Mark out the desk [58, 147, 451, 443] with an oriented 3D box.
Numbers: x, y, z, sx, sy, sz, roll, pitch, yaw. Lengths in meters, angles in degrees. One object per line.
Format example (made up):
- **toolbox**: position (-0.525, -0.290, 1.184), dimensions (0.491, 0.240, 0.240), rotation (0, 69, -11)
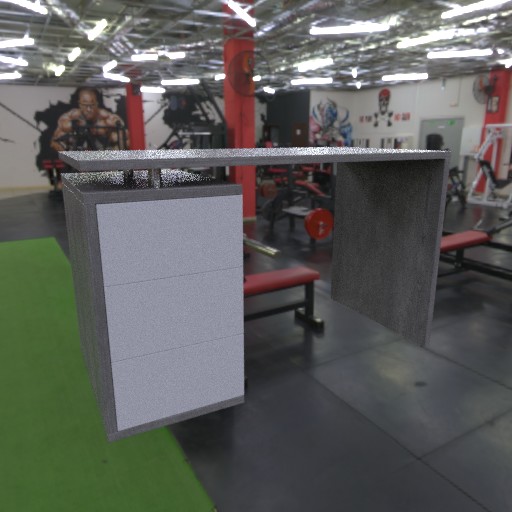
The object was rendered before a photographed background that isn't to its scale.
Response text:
- **desk**: position (0.000, 0.000, 1.610), dimensions (1.200, 0.740, 0.600), rotation (-8, 17, -26)
